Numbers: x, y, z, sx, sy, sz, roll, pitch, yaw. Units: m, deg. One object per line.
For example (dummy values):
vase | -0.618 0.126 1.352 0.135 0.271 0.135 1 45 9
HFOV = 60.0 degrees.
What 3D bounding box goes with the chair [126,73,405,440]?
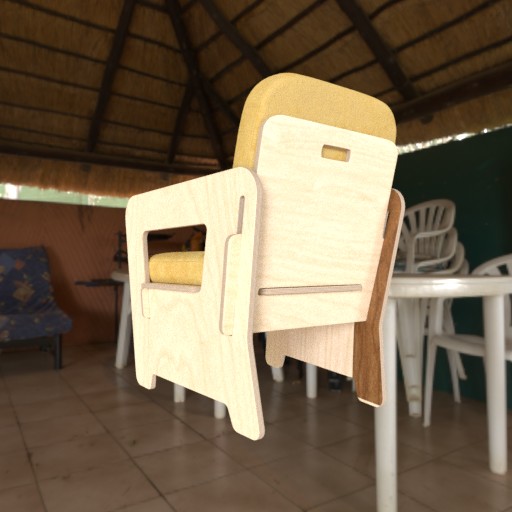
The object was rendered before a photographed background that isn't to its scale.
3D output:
chair | 0.000 0.000 1.305 0.590 0.800 0.710 1 -1 -34
